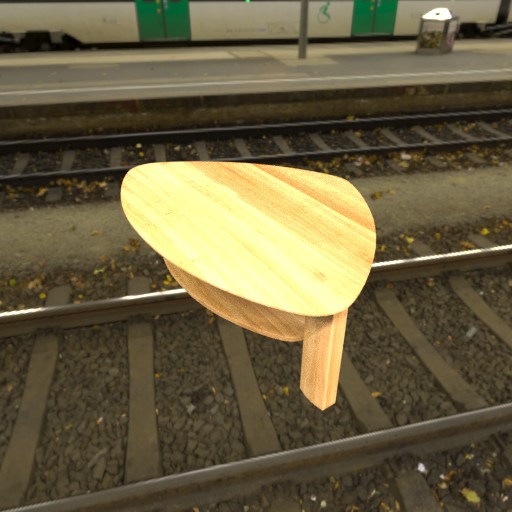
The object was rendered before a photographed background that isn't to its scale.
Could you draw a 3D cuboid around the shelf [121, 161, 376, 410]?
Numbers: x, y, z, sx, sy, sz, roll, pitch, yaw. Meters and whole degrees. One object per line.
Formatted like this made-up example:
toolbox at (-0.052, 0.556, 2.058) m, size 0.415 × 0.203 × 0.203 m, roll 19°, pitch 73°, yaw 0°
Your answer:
shelf at (0.000, 0.000, 1.712) m, size 0.863 × 0.439 × 1.240 m, roll -20°, pitch 36°, yaw -29°
